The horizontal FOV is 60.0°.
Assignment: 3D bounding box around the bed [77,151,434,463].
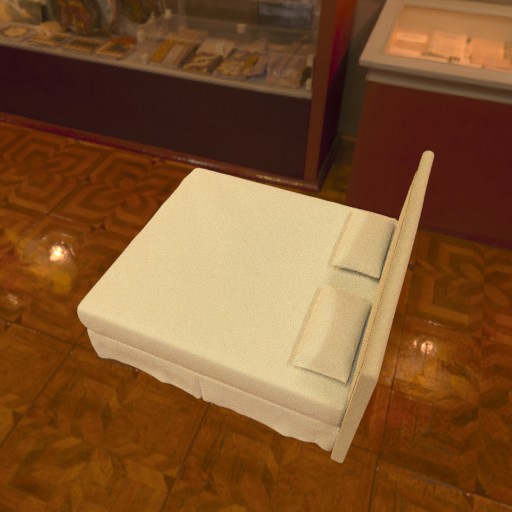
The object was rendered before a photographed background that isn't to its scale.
[{"bbox_3d":[0.000,0.000,3.544,2.182,1.421,2.083,17,50,15],"label":"bed"}]
